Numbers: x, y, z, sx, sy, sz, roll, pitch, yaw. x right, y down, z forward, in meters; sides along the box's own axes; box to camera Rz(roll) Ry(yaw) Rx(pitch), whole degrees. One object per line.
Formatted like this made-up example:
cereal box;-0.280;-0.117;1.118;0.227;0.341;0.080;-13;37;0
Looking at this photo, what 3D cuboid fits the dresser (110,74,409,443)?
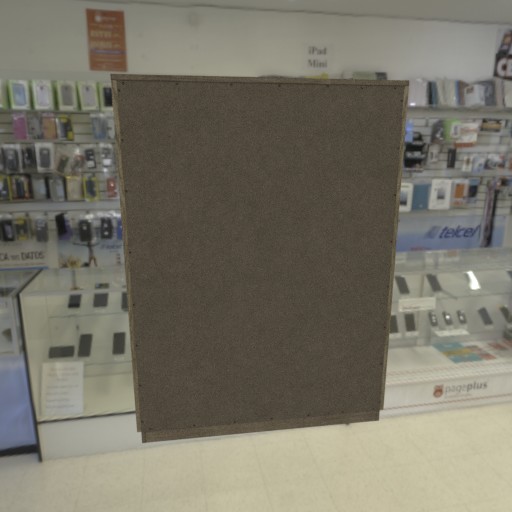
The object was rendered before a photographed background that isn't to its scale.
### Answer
dresser;0.000;0.000;1.802;0.967;1.295;0.483;-2;14;-8
